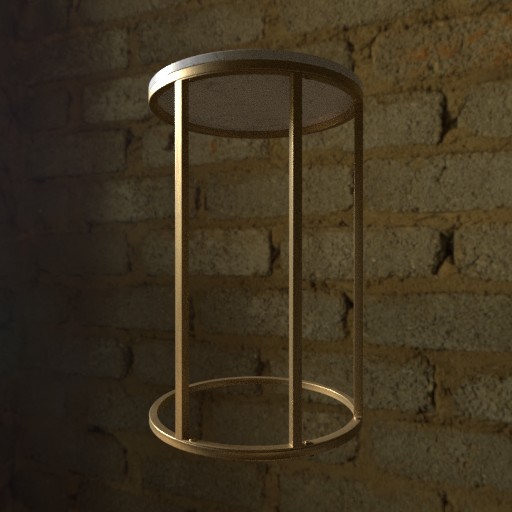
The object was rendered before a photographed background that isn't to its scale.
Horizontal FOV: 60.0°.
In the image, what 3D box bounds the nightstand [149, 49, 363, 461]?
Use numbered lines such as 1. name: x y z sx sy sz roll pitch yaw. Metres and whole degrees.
1. nightstand: 0.000 0.000 0.852 0.400 0.610 0.400 0 0 -18
